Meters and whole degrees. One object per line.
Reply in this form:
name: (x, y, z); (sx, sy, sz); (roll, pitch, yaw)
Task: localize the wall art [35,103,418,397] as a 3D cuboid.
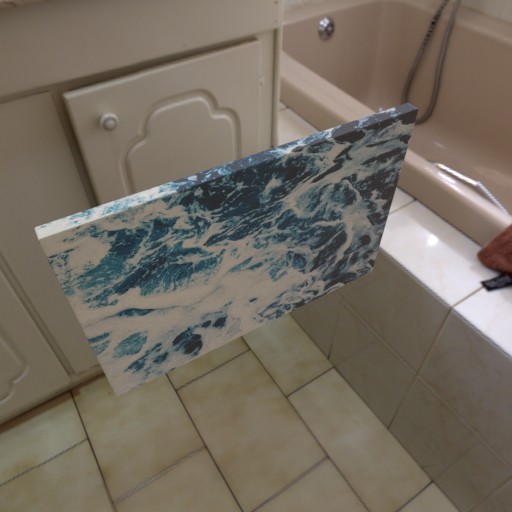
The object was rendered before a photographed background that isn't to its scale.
wall art: (0.000, 0.000, 1.172); (0.915, 0.610, 0.042); (-23, 51, -20)
